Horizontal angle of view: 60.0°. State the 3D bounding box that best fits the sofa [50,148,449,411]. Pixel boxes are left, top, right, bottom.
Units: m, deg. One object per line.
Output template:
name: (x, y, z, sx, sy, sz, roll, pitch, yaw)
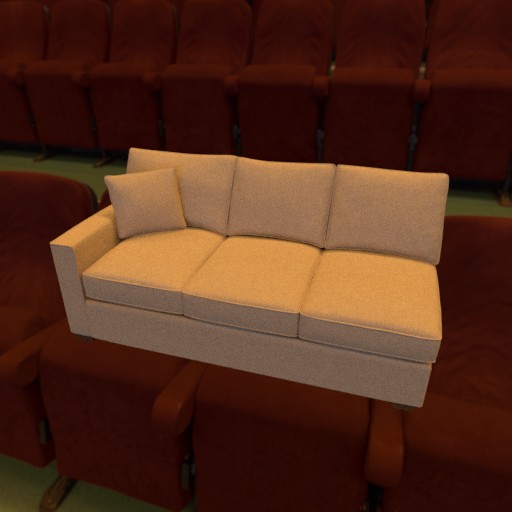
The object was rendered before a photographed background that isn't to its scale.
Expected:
sofa: (0.000, 0.000, 2.527, 1.962, 0.946, 1.034, 8, 29, 15)
